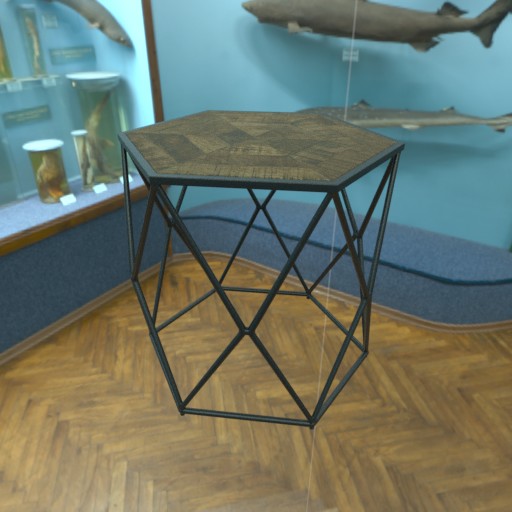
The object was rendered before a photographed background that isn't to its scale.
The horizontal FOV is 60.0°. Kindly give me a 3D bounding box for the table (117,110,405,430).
[{"bbox_3d":[0.000,0.000,1.053,0.579,0.564,0.578,20,35,31],"label":"table"}]
